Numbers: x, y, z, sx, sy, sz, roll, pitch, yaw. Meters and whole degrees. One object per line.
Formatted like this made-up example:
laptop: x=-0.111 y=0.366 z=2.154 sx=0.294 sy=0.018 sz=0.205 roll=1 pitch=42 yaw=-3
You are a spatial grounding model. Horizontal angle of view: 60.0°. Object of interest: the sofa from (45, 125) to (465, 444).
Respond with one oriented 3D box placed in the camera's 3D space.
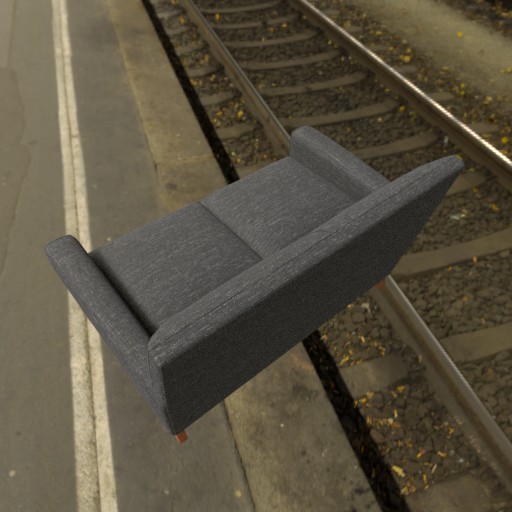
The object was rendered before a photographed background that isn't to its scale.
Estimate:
sofa: x=0.000 y=0.000 z=1.906 sx=1.420 sy=0.846 sz=0.875 roll=-31 pitch=54 yaw=-26
